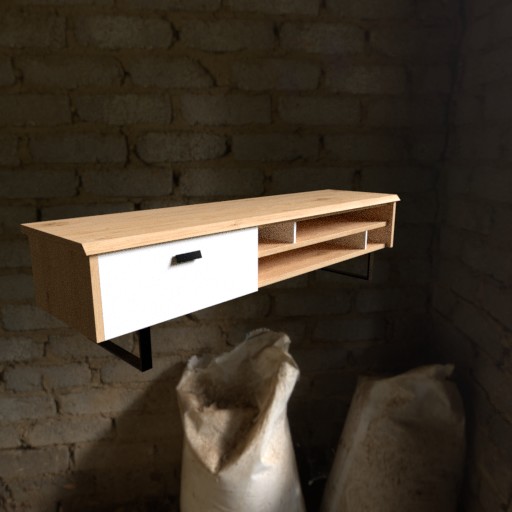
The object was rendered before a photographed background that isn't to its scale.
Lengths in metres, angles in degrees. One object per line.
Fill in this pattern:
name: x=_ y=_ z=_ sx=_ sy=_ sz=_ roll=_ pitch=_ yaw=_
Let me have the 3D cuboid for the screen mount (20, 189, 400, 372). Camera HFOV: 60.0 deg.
screen mount: x=0.000 y=0.000 z=1.906 sx=0.450 sy=0.430 sz=1.700 roll=13 pitch=19 yaw=42
